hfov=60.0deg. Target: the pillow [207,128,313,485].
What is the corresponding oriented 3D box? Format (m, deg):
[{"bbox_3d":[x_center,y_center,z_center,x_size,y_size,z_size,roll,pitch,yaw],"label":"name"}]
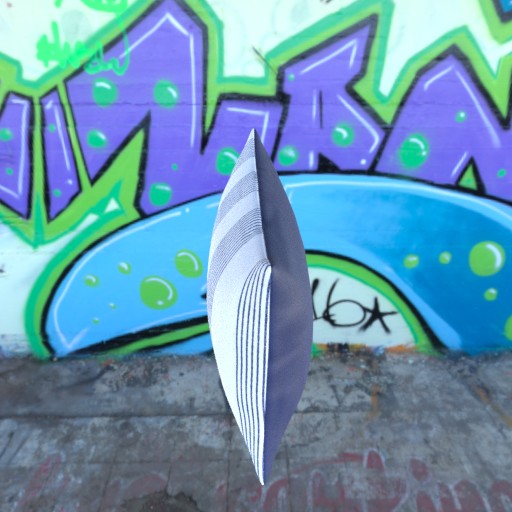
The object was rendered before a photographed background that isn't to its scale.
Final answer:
[{"bbox_3d":[0.000,0.000,0.712,0.151,0.287,0.610,-1,27,-1],"label":"pillow"}]
